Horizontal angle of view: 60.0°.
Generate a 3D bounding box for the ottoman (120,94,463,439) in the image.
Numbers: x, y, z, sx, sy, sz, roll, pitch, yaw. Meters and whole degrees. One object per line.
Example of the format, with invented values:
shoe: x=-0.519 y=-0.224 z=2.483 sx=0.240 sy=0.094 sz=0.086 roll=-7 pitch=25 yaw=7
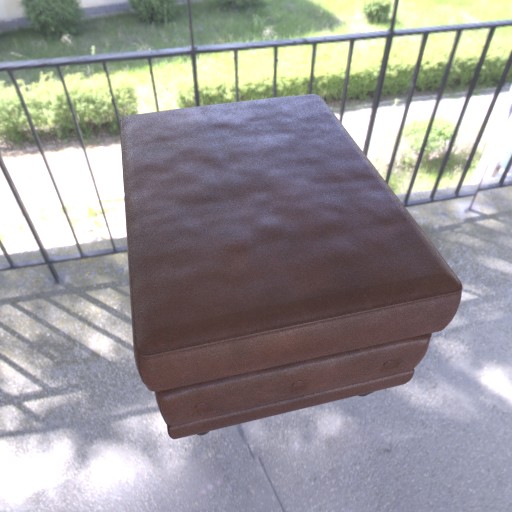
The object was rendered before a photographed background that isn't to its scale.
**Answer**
ottoman: x=0.000 y=0.000 z=1.156 sx=0.588 sy=0.509 sz=0.795 roll=-10 pitch=46 yaw=-10
